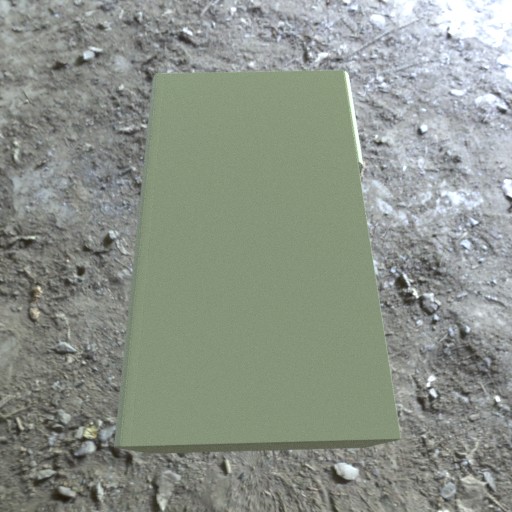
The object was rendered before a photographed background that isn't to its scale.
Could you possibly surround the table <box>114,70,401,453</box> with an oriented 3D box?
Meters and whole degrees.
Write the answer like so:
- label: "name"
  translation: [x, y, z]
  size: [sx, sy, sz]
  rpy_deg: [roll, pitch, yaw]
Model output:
- label: "table"
  translation: [0.000, 0.000, 1.376]
  size: [0.639, 0.442, 1.097]
  rpy_deg: [-1, 64, -1]
